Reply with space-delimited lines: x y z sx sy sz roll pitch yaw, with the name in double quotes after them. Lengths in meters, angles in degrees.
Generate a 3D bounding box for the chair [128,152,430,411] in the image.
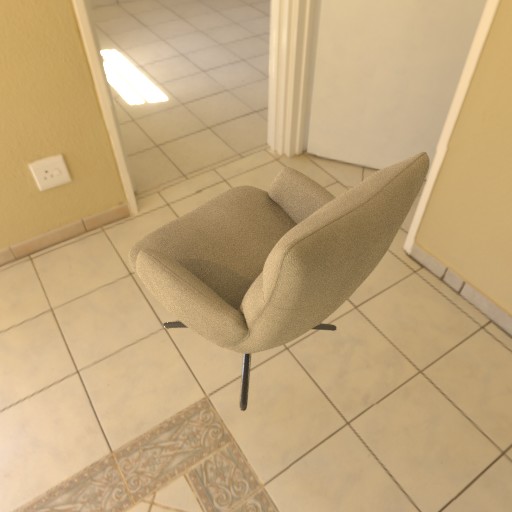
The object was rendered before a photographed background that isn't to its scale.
0.000 0.000 1.599 0.711 1.016 0.889 -34 55 -28 "chair"
